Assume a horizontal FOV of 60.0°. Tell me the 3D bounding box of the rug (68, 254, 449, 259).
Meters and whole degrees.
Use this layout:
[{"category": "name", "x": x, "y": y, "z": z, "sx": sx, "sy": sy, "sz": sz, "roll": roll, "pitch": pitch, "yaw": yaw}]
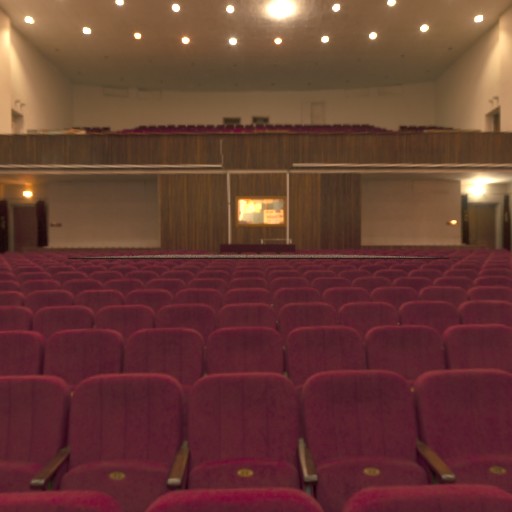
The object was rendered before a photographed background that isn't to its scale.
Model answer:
[{"category": "rug", "x": 0.000, "y": 0.000, "z": 2.302, "sx": 1.200, "sy": 0.005, "sz": 1.819, "roll": 0, "pitch": 0, "yaw": -1}]
